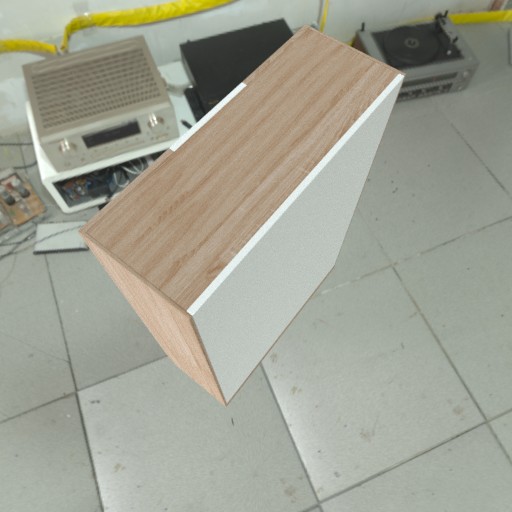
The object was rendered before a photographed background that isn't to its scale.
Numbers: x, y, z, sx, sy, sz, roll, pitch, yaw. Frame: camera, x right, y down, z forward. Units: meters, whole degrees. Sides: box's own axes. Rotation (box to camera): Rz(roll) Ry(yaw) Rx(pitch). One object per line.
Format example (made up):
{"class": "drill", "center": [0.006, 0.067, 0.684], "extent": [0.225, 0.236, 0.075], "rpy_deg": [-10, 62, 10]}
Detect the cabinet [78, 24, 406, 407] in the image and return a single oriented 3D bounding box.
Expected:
{"class": "cabinet", "center": [0.000, 0.000, 2.810], "extent": [0.590, 2.120, 1.500], "rpy_deg": [35, 69, 16]}
